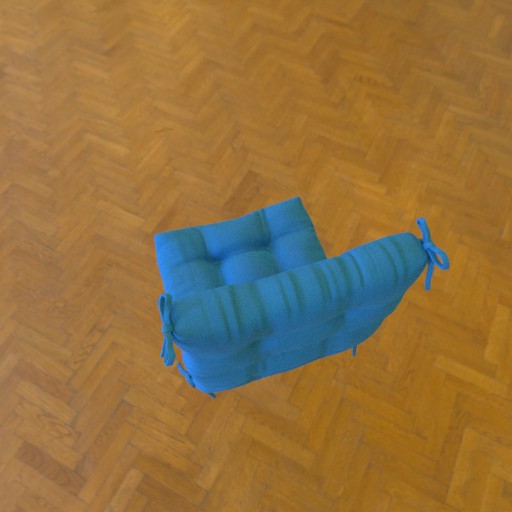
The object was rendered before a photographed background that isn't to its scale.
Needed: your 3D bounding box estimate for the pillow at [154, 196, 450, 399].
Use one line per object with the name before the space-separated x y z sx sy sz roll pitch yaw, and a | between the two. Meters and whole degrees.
pillow | 0.000 0.000 1.054 0.519 0.605 0.571 -16 61 -9
